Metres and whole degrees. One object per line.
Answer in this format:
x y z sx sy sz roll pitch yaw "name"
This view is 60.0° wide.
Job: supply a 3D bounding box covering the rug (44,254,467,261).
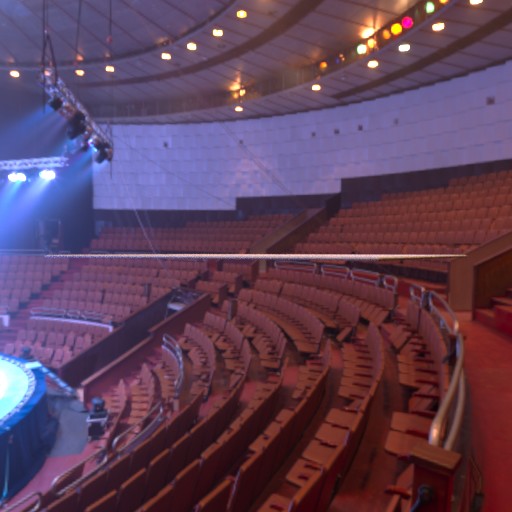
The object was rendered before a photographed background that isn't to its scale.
0.000 0.000 2.845 2.205 0.014 1.589 0 1 36 "rug"
